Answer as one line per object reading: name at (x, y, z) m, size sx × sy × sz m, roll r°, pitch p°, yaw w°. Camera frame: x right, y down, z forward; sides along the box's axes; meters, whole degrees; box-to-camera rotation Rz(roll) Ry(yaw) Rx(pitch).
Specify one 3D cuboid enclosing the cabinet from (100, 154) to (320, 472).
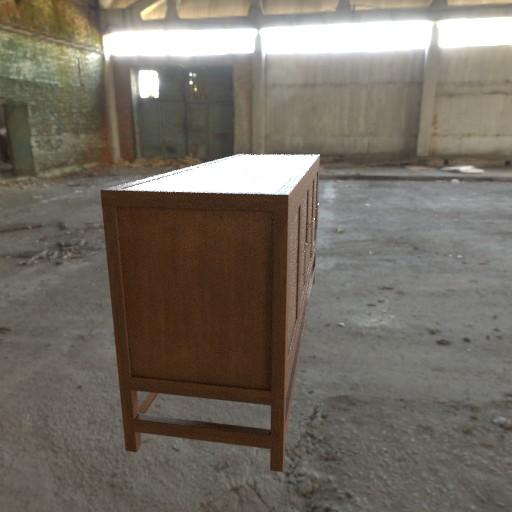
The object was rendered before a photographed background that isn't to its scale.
cabinet at (0.000, 0.000, 2.043) m, size 0.522 × 0.820 × 1.708 m, roll 3°, pitch 16°, yaw 10°
